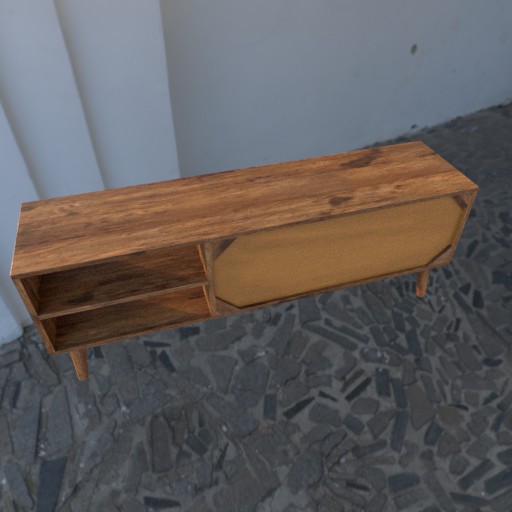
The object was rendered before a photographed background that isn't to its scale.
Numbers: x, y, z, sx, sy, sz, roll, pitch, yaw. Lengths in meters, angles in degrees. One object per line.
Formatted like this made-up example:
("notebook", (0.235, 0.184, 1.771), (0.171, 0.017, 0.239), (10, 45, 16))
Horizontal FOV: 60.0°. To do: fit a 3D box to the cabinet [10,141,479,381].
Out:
("cabinet", (0.000, 0.000, 1.614), (1.448, 0.528, 0.349), (-11, 43, -13))
